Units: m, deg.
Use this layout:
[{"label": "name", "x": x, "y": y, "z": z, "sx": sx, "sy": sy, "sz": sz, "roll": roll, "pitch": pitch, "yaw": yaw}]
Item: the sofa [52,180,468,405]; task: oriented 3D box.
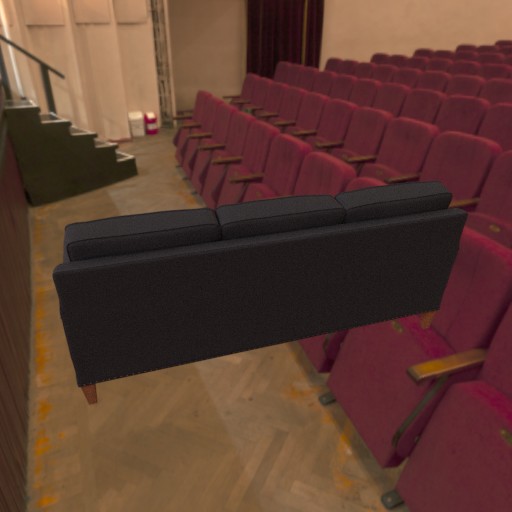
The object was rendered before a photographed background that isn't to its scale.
[{"label": "sofa", "x": 0.000, "y": 0.000, "z": 2.773, "sx": 2.246, "sy": 1.003, "sz": 1.084, "roll": -9, "pitch": 29, "yaw": -16}]
